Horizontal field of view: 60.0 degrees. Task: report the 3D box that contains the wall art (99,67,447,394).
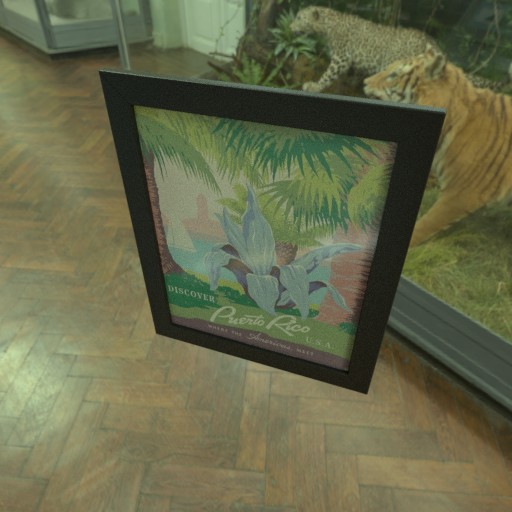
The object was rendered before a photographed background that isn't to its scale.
[{"bbox_3d":[0.000,0.000,0.774,0.481,0.582,0.018,13,41,15],"label":"wall art"}]
